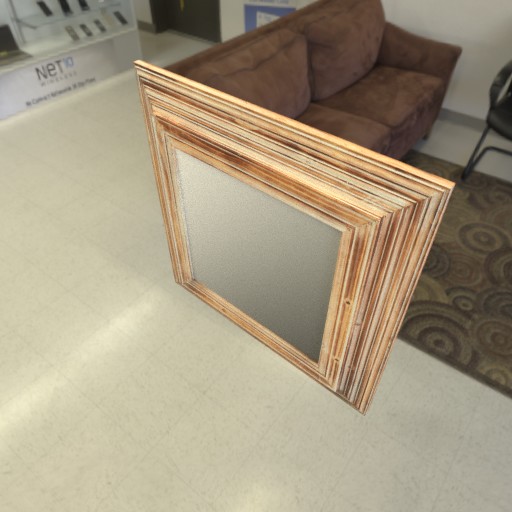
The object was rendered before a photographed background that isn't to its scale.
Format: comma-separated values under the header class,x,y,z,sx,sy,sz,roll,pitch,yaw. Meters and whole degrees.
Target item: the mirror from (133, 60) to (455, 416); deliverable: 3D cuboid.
class,x,y,z,sx,sy,sz,roll,pitch,yaw
mirror,0.000,0.000,1.176,0.804,0.804,0.061,31,52,27
